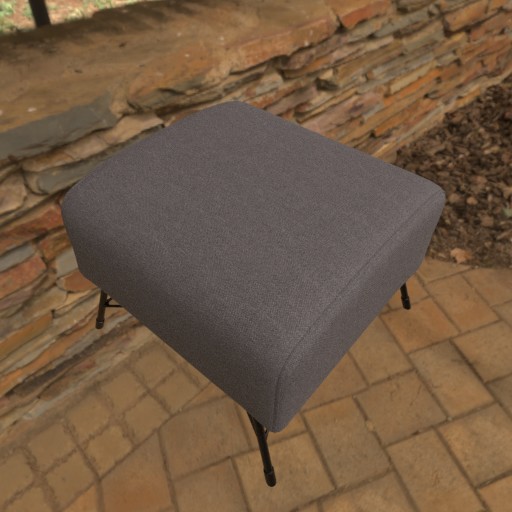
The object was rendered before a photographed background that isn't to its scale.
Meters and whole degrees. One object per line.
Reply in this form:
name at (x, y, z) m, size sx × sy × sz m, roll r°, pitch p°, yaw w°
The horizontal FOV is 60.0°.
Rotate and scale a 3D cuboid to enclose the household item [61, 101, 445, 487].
household item at (0.000, 0.000, 0.891) m, size 0.530 × 0.410 × 0.530 m, roll 32°, pitch 54°, yaw 27°
